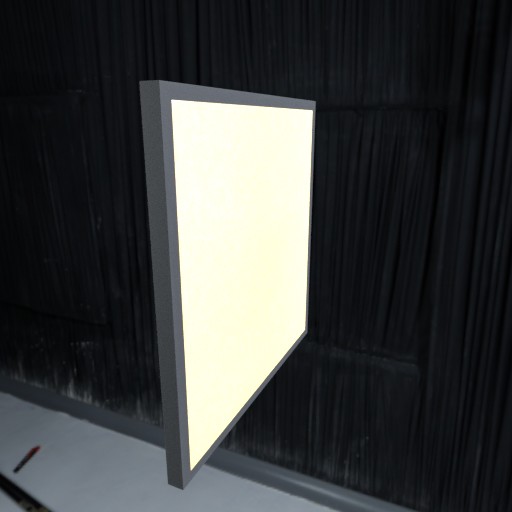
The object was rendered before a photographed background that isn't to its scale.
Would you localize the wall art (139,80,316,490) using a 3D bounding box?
[{"bbox_3d":[0.000,0.000,1.109,0.037,0.760,0.762,8,18,24],"label":"wall art"}]
